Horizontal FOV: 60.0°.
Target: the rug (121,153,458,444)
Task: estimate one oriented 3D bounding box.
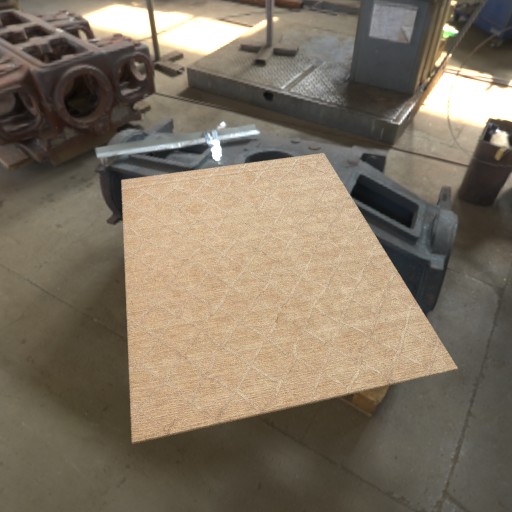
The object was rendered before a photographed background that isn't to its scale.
[{"bbox_3d":[0.000,0.000,4.188,2.420,0.019,3.039,-10,46,-9],"label":"rug"}]
